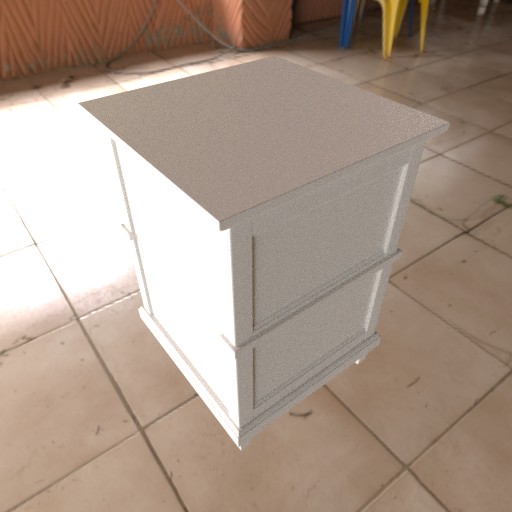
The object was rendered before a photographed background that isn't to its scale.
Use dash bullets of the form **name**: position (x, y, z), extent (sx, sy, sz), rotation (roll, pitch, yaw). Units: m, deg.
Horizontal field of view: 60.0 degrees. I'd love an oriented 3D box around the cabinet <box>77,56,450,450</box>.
- **cabinet**: position (0.000, 0.000, 1.159), extent (0.547, 0.775, 0.544), rotation (-26, 47, -28)
